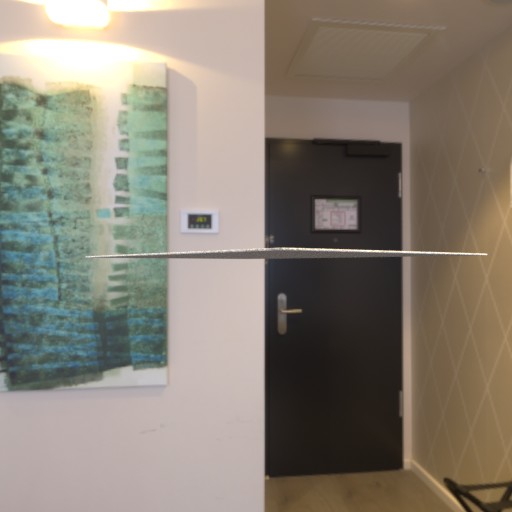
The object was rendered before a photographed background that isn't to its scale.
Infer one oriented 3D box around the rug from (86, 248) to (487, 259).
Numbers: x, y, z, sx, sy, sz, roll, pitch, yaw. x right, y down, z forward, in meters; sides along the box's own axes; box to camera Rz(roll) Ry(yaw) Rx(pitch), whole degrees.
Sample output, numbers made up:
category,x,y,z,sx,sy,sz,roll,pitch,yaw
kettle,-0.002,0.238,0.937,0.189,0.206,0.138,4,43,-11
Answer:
category,x,y,z,sx,sy,sz,roll,pitch,yaw
rug,0.000,0.000,2.335,1.211,0.007,1.827,1,-1,-38
